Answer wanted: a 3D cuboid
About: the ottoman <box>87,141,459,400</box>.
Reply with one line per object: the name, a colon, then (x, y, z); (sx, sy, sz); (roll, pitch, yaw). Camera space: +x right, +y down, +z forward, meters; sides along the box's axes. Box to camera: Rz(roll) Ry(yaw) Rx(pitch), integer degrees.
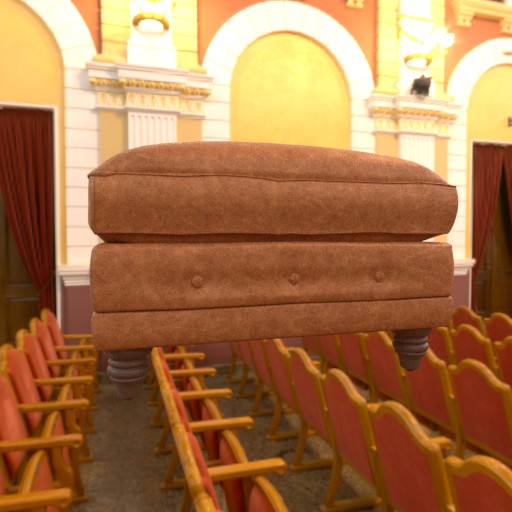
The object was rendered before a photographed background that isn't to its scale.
ottoman: (0.000, 0.000, 1.040); (0.710, 0.480, 0.533); (-1, 3, -17)
